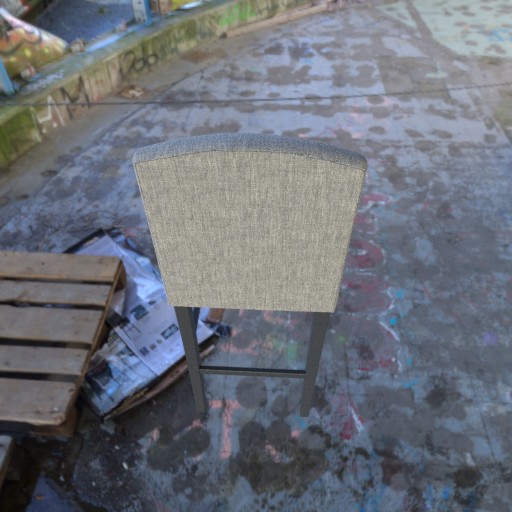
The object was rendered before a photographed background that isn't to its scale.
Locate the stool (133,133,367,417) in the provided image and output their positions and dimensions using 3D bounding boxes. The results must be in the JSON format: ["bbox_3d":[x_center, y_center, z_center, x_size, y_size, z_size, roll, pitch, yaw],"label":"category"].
[{"bbox_3d":[0.000,0.000,1.389,0.451,1.138,0.552,2,46,2],"label":"stool"}]
